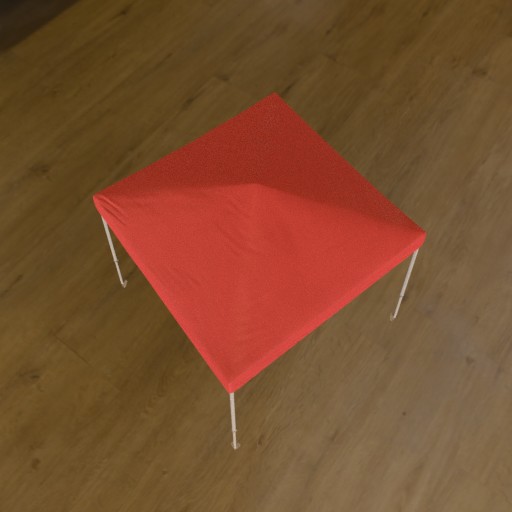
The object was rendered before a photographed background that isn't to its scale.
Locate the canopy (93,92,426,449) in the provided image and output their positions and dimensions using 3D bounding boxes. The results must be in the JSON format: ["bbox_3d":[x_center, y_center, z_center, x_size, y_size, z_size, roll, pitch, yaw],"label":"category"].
[{"bbox_3d":[0.000,0.000,6.520,3.599,3.600,3.600,-34,68,-16],"label":"canopy"}]
